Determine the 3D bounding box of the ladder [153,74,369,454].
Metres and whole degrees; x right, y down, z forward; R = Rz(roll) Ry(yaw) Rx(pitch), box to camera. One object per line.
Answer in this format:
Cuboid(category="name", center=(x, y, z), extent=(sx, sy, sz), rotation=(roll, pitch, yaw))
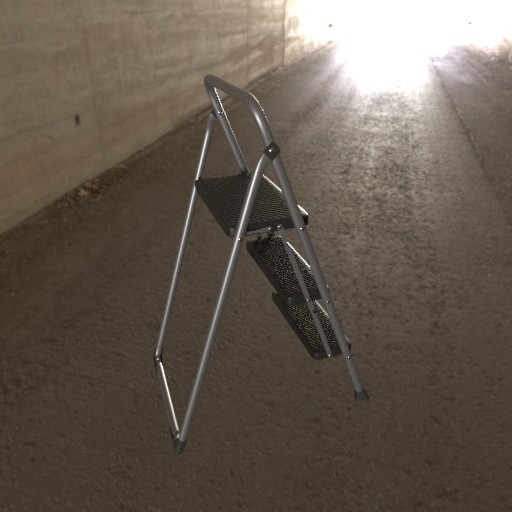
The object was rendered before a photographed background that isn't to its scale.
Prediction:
Cuboid(category="ladder", center=(0.000, 0.000, 1.270), extent=(0.629, 0.945, 0.430), rotation=(-10, 31, -17))
